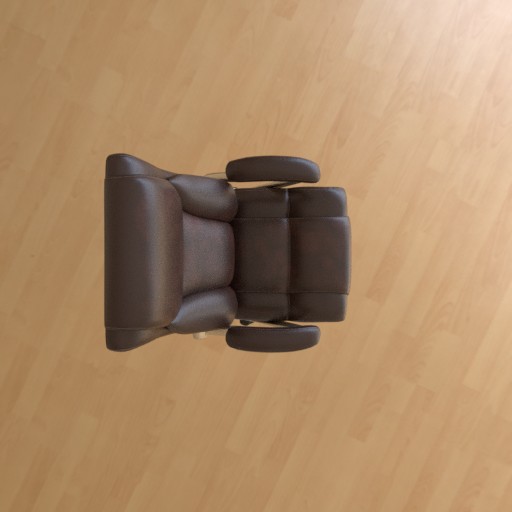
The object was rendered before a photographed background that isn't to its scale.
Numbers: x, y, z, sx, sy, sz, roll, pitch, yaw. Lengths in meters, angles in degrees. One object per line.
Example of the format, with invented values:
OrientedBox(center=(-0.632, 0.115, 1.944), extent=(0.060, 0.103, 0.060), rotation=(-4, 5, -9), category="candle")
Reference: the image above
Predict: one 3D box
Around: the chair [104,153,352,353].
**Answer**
OrientedBox(center=(0.000, 0.000, 1.644), extent=(0.749, 1.194, 0.692), rotation=(0, 90, 0), category="chair")
